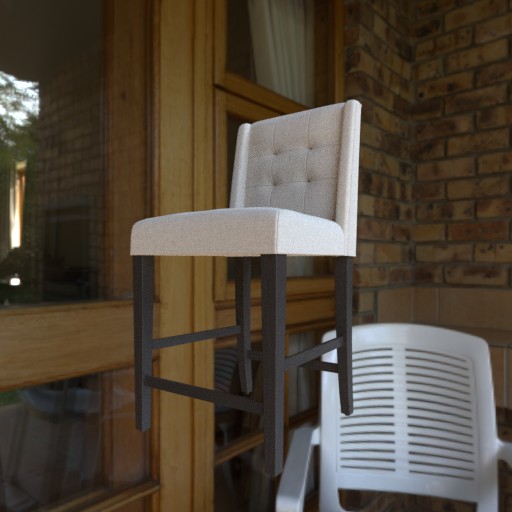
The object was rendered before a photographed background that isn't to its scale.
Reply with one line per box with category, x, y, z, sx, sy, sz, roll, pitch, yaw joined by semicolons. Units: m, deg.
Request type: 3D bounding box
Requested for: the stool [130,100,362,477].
stool;0.000;0.000;1.256;0.474;0.939;0.509;0;-1;36
